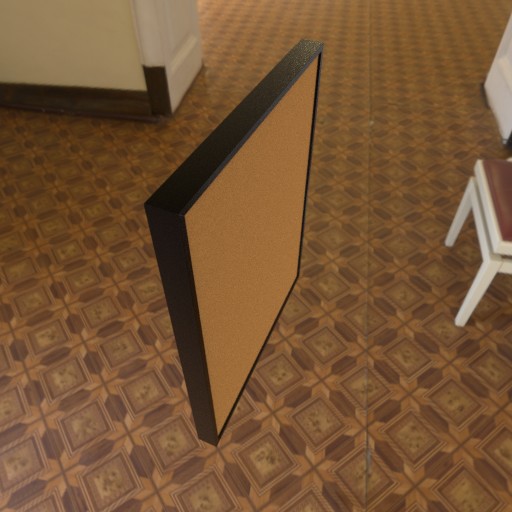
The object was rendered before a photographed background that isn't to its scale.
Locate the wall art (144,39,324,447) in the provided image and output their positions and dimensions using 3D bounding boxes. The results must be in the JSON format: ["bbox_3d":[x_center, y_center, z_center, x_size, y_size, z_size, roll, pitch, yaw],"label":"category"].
[{"bbox_3d":[0.000,0.000,0.755,0.039,0.553,0.451,17,48,16],"label":"wall art"}]
